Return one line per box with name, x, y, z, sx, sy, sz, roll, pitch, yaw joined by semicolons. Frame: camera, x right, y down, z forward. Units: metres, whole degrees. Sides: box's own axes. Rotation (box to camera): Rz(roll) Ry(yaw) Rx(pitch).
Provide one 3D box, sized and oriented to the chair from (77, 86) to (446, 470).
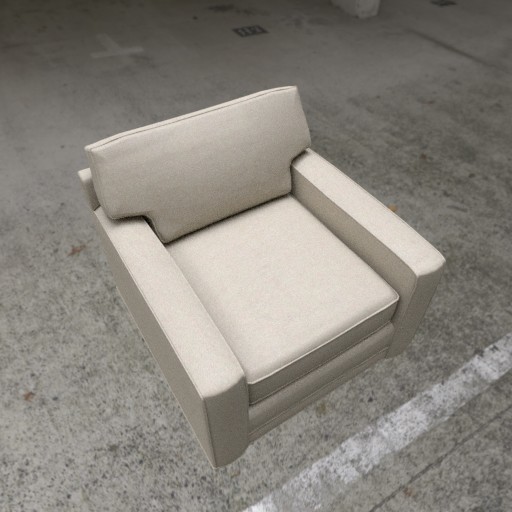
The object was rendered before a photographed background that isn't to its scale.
chair;0.000;0.000;1.793;0.998;0.913;1.043;-25;51;-22
